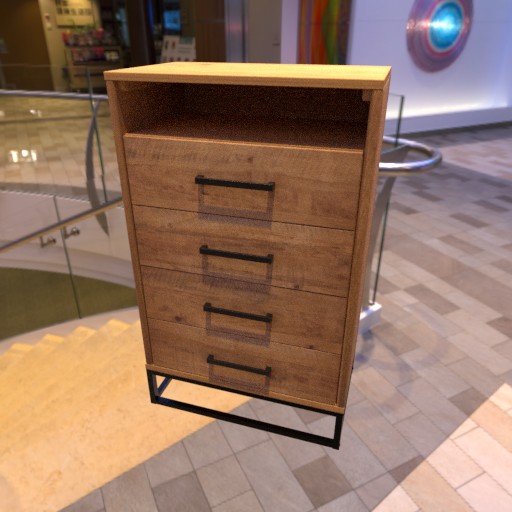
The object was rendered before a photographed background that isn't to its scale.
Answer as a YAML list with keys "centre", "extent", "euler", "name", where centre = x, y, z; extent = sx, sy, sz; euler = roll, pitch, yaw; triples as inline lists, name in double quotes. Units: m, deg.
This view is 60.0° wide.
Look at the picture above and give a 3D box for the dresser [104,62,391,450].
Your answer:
- centre: [0.000, 0.000, 1.591]
  extent: [0.761, 1.240, 0.479]
  euler: [8, 28, 15]
  name: "dresser"
